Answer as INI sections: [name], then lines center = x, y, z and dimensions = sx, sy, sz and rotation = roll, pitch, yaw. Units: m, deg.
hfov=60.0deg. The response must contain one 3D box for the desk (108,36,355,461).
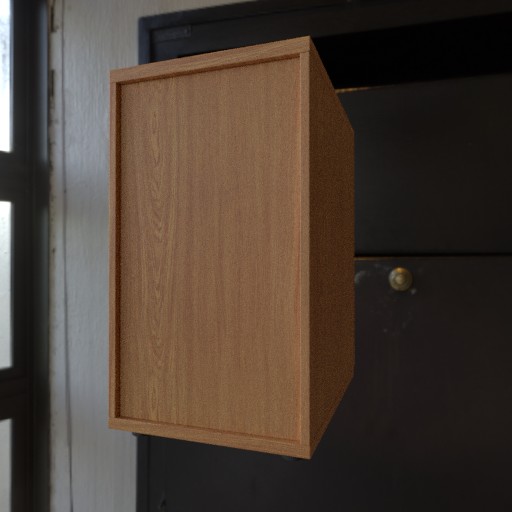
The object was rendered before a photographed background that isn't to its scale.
[desk]
center = 0.000, 0.000, 1.088
dimensions = 0.404, 0.730, 0.600
rotation = 0, -1, 20
